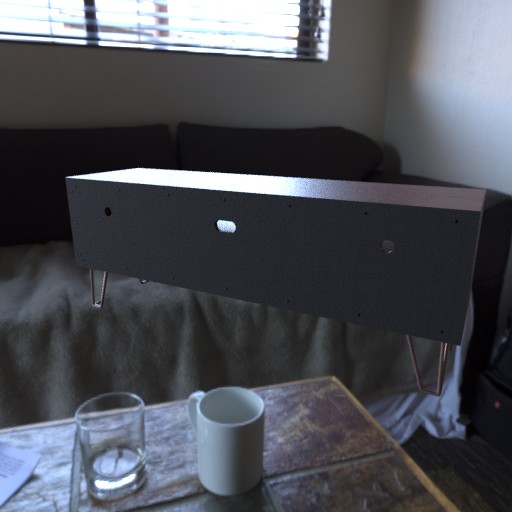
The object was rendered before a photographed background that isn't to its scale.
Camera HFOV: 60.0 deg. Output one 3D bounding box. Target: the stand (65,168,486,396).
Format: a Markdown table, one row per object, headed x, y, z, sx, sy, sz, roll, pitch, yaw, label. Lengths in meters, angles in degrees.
| x | y | z | sx | sy | sz | roll | pitch | yaw | label |
| --- | --- | --- | --- | --- | --- | --- | --- | --- | --- |
| 0.000 | 0.000 | 1.850 | 1.626 | 0.610 | 0.481 | 9 | 19 | 27 | stand |
